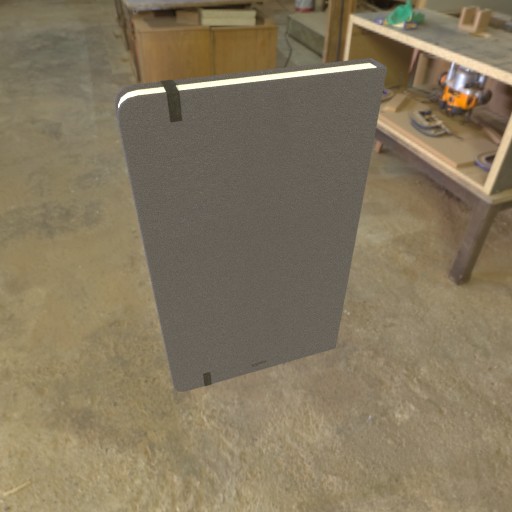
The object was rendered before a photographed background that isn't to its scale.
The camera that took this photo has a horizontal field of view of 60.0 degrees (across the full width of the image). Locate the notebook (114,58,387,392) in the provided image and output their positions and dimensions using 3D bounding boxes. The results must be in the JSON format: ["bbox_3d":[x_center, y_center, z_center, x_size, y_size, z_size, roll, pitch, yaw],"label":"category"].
[{"bbox_3d":[0.000,0.000,0.269,0.127,0.213,0.016,-12,42,-14],"label":"notebook"}]
